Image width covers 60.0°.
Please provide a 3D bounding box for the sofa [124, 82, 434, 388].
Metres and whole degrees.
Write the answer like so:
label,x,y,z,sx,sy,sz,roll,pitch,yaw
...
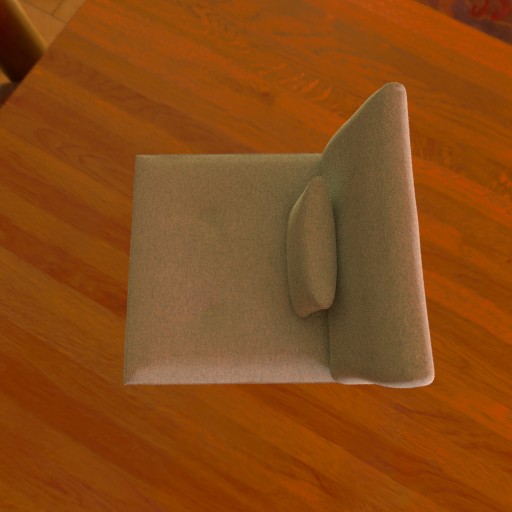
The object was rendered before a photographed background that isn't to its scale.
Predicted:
label,x,y,z,sx,sy,sz,roll,pitch,yaw
sofa,0.000,0.000,1.649,1.000,0.820,0.930,-1,76,0
